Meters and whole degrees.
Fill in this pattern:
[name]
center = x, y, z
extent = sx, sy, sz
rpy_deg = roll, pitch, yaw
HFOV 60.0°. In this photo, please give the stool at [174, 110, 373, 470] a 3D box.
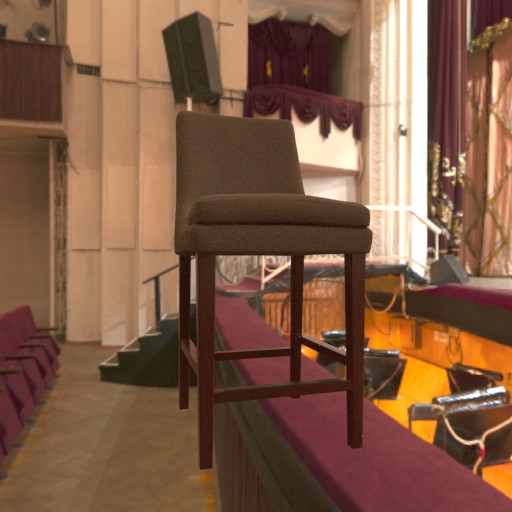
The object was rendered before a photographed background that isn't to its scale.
[stool]
center = 0.000, 0.000, 1.319
extent = 0.470, 0.981, 0.577
rpy_deg = 0, 0, -17
